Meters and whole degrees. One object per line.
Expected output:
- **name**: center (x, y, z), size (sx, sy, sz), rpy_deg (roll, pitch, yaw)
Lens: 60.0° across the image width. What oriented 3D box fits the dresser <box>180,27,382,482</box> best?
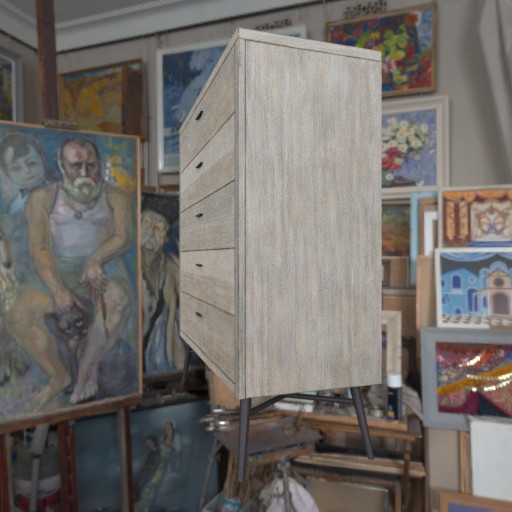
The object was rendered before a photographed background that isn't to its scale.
- **dresser**: center (0.000, 0.000, 1.729), size (0.457, 1.219, 1.016), rpy_deg (0, 0, -18)
